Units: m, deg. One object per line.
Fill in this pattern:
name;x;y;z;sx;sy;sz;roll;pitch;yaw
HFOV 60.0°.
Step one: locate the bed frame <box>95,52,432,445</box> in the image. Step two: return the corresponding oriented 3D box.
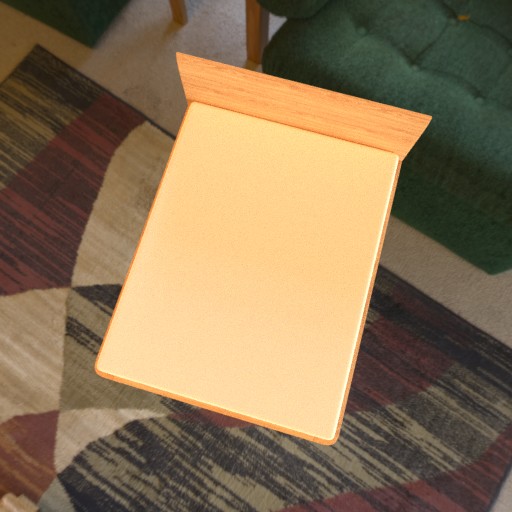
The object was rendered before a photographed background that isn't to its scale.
bed frame;0.000;0.000;3.010;1.660;0.940;2.092;16;77;4
